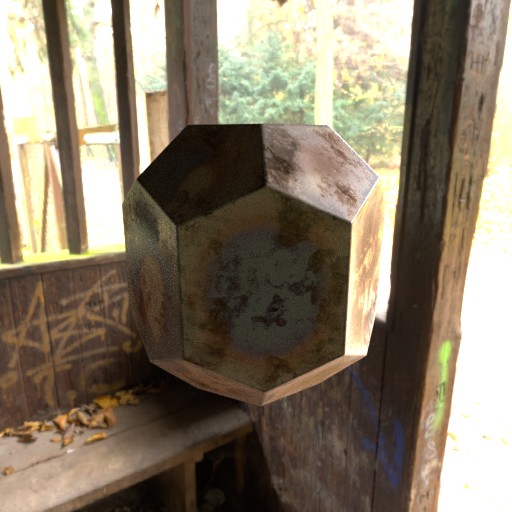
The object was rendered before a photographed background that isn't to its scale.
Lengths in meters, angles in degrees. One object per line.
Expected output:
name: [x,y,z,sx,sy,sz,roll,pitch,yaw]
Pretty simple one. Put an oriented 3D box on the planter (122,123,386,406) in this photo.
planter: [0.000,0.000,0.421,0.221,0.238,0.243,7,17,25]
